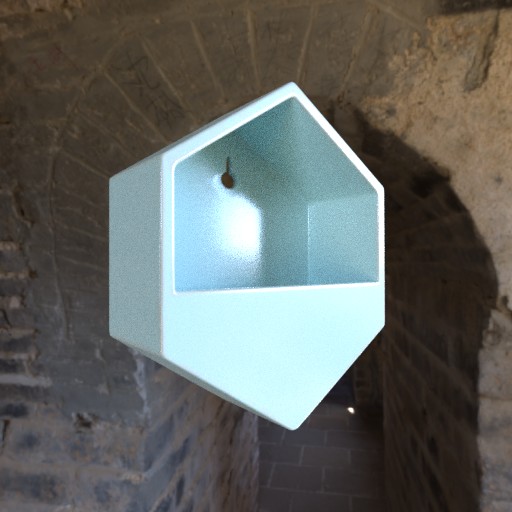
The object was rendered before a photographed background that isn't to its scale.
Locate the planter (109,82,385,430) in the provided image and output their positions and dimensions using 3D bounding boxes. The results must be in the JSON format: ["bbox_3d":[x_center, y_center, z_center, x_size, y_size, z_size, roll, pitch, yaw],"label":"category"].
[{"bbox_3d":[0.000,0.000,0.293,0.169,0.207,0.078,0,0,-36],"label":"planter"}]
